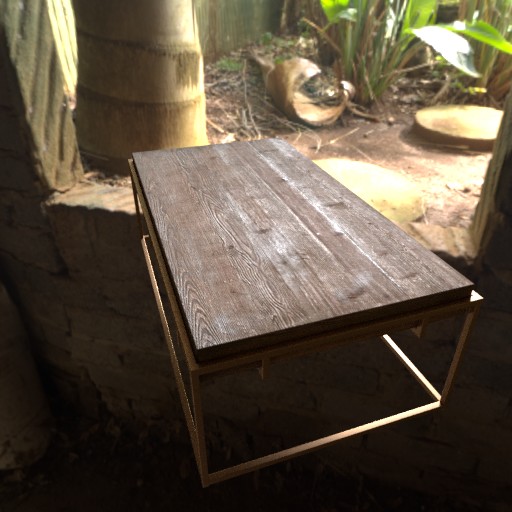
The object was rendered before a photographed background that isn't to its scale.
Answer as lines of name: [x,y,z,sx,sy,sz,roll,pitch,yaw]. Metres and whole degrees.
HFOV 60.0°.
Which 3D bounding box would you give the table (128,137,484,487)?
table: [0.000,0.000,1.706,0.775,0.468,1.387,-10,33,-16]
